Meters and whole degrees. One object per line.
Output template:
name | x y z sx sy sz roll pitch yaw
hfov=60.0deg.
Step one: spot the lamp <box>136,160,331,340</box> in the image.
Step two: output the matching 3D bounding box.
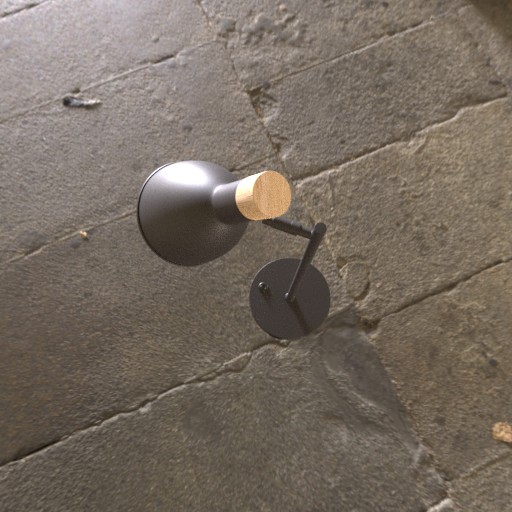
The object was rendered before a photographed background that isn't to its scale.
lamp | 0.000 0.000 0.613 0.287 0.483 0.152 20 76 5
